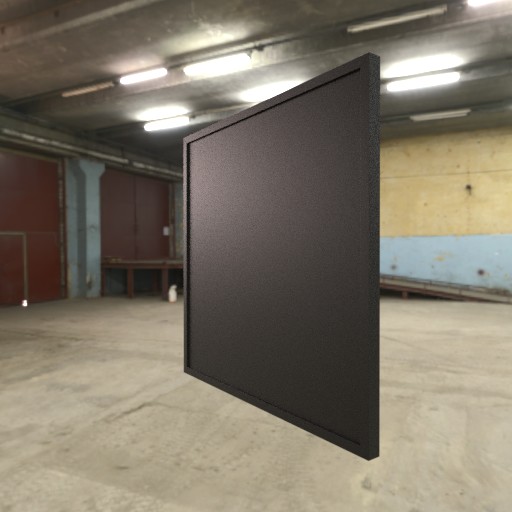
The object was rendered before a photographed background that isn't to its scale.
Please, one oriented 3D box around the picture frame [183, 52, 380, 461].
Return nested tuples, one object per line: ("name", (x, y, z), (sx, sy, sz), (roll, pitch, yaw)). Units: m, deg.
("picture frame", (0.000, 0.000, 1.162), (0.032, 0.775, 0.775), (0, 0, -36))
